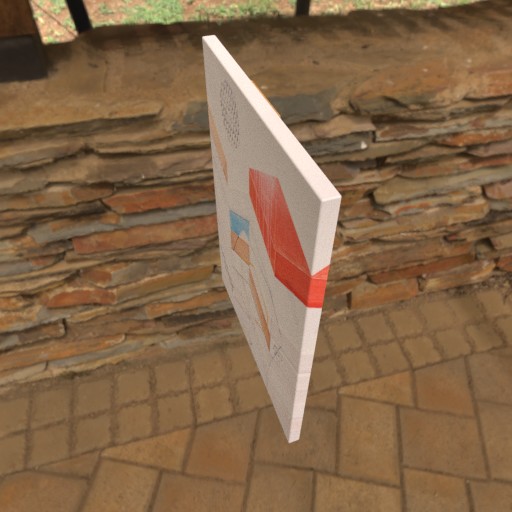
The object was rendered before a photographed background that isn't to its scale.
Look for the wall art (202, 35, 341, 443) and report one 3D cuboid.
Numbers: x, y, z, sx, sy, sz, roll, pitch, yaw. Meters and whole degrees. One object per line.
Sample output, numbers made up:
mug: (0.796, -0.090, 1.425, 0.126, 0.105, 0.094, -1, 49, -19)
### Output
wall art: (0.000, 0.000, 1.340, 0.045, 1.014, 0.759, -14, 48, -14)
